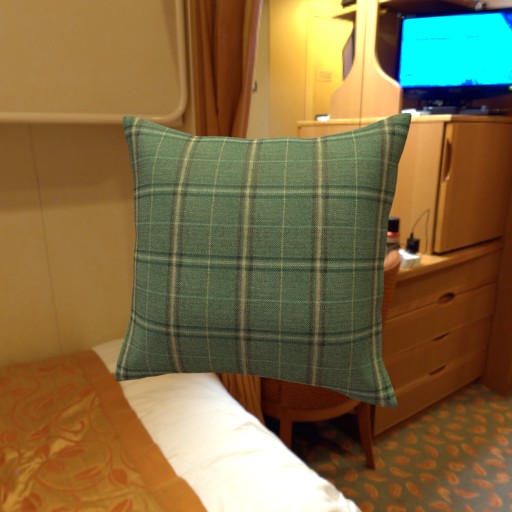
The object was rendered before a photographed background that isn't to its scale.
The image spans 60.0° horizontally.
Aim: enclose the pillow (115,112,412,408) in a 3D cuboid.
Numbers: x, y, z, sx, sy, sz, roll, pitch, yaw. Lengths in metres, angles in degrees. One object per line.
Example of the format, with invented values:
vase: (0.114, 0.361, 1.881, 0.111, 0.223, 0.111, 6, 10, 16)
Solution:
pillow: (0.000, 0.000, 0.693, 0.453, 0.430, 0.200, 2, 16, 8)
